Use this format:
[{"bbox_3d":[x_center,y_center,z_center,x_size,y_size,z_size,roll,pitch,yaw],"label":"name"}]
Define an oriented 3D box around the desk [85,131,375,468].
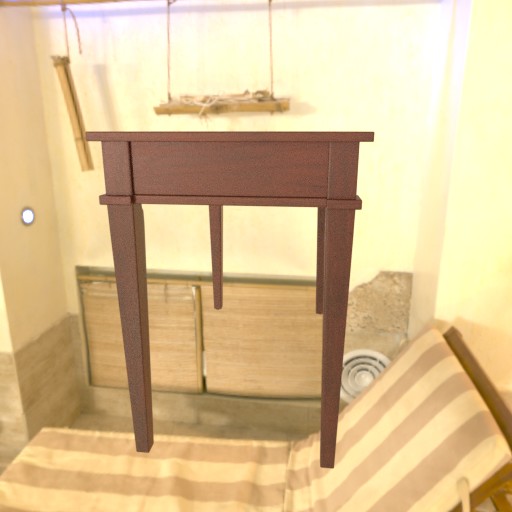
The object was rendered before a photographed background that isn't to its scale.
[{"bbox_3d":[0.000,0.000,1.409,0.549,0.762,1.001,2,16,7],"label":"desk"}]
